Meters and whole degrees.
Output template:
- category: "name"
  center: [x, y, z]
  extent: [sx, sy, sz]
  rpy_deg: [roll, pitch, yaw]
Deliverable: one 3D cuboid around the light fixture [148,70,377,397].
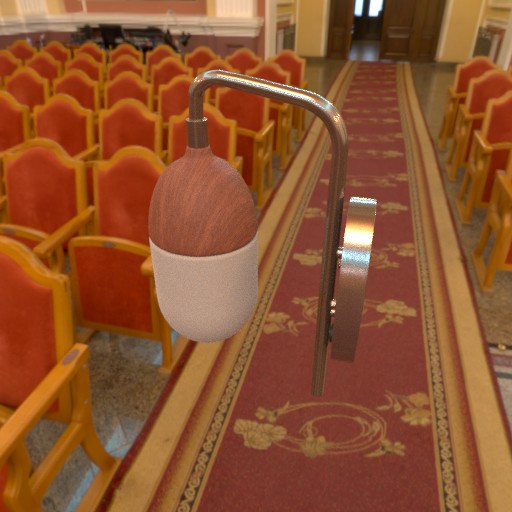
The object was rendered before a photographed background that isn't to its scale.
- category: "light fixture"
  center: [0.000, 0.000, 0.442]
  extent: [0.216, 0.343, 0.108]
  rpy_deg: [8, 31, 13]
